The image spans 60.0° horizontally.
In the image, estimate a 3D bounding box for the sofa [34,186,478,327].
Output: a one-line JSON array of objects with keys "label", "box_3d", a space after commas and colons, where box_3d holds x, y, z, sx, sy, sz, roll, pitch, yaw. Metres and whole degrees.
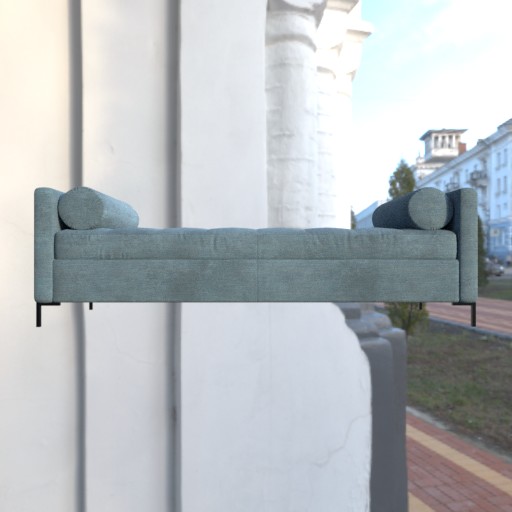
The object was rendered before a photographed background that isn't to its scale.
[{"label": "sofa", "box_3d": [0.000, 0.000, 2.307, 1.981, 0.635, 0.686, 0, 0, 0]}]
